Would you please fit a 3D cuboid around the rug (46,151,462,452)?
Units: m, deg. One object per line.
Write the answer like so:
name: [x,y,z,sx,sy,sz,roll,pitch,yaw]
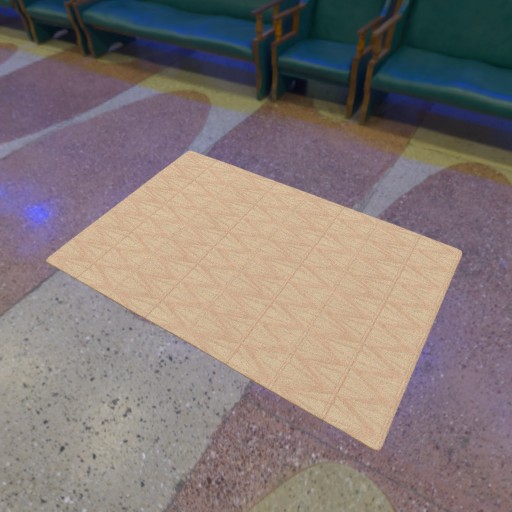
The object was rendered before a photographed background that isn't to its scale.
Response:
rug: [0.000,0.000,3.031,2.390,0.015,1.609,24,51,22]
